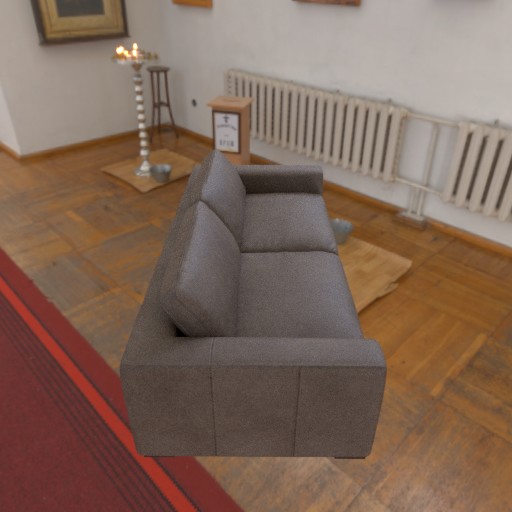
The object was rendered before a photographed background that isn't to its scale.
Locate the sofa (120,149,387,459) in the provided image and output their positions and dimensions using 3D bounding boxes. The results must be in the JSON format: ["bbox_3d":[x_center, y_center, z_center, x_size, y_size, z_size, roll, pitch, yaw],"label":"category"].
[{"bbox_3d":[0.000,0.000,2.734,1.070,0.801,2.262,0,31,1],"label":"sofa"}]
